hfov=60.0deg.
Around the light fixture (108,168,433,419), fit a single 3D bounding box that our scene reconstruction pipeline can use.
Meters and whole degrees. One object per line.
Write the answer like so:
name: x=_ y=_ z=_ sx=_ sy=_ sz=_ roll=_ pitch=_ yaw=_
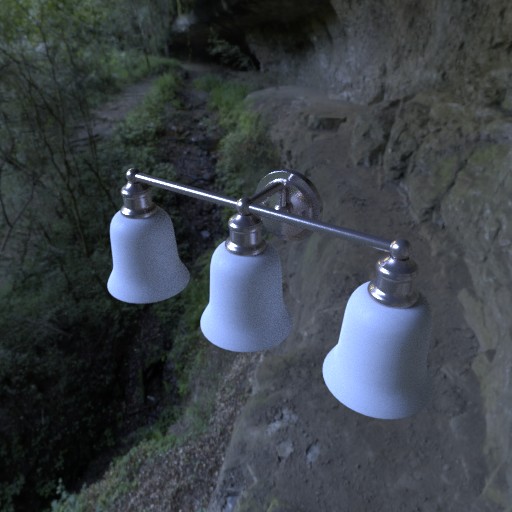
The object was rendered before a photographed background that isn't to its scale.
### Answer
light fixture: x=0.000 y=0.000 z=0.665 sx=0.570 sy=0.211 sz=0.198 roll=18 pitch=35 yaw=28
